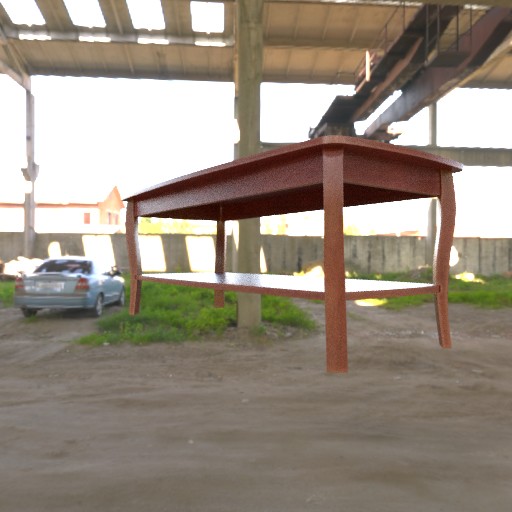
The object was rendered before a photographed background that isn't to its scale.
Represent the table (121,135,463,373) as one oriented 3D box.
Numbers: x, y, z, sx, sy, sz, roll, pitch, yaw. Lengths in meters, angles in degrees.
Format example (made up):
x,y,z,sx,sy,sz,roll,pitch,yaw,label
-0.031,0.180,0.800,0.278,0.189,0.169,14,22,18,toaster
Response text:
x,y,z,sx,sy,sz,roll,pitch,yaw,label
0.000,0.000,1.476,0.561,0.473,1.216,0,0,-37,table
